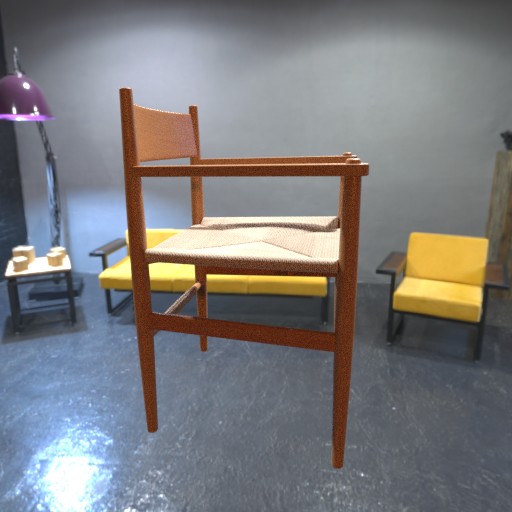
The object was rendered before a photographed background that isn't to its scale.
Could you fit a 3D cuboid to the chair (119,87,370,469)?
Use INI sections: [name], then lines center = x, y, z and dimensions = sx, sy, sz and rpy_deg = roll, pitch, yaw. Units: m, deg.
[chair]
center = 0.000, 0.000, 1.122
dimensions = 0.495, 0.762, 0.556
rpy_deg = 3, 14, 10
